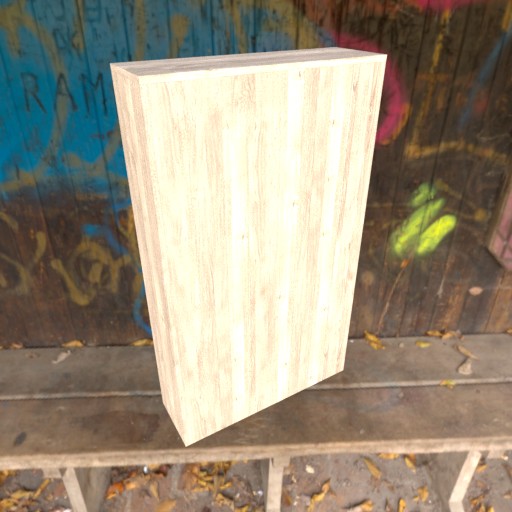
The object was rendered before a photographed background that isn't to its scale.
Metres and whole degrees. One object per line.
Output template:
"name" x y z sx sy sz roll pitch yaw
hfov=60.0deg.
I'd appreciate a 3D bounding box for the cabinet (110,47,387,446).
"cabinet" 0.000 0.000 1.561 0.750 1.280 0.250 -17 35 -26
